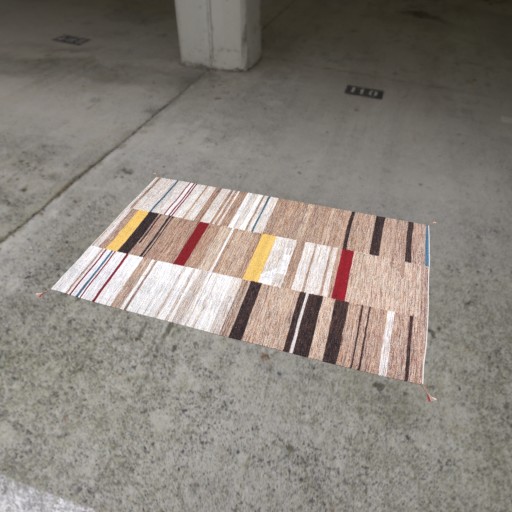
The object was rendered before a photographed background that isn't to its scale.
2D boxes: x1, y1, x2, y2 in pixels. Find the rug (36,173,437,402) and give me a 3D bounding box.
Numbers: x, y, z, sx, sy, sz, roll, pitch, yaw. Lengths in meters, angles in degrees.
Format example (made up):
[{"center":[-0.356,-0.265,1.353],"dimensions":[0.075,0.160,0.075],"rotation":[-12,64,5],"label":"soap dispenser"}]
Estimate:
[{"center":[0.000,0.000,2.429],"dimensions":[1.918,0.007,1.268],"rotation":[12,43,13],"label":"rug"}]
